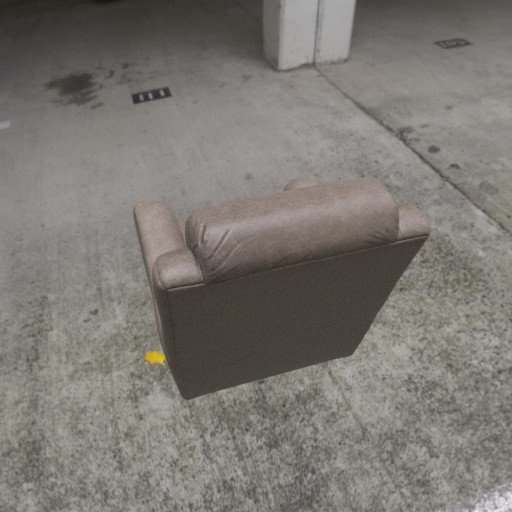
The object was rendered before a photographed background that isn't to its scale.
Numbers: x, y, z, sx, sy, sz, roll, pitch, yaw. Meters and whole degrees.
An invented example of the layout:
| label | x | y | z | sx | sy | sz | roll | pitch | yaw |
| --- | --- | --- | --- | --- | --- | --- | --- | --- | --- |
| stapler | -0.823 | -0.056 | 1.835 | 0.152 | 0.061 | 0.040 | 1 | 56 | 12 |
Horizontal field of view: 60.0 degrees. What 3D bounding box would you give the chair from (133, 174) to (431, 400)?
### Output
| label | x | y | z | sx | sy | sz | roll | pitch | yaw |
| --- | --- | --- | --- | --- | --- | --- | --- | --- | --- |
| chair | 0.000 | 0.000 | 1.947 | 0.967 | 1.116 | 1.068 | -12 | 42 | -13 |
